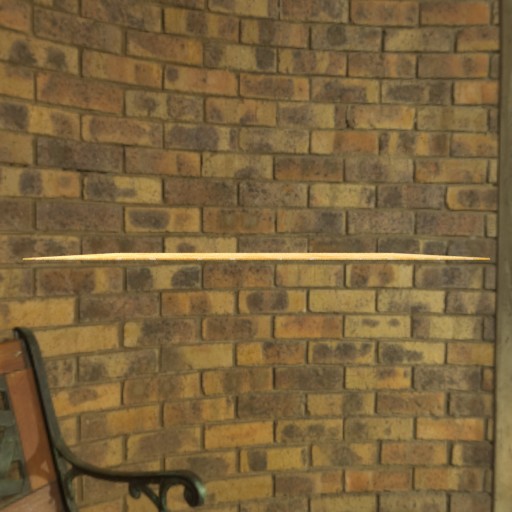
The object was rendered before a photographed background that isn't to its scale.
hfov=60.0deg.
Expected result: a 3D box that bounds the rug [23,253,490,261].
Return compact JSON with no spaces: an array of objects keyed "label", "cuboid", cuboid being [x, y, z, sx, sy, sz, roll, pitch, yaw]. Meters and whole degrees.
[{"label":"rug","cuboid":[0.000,0.000,2.326,1.829,0.010,1.213,0,1,-1]}]
